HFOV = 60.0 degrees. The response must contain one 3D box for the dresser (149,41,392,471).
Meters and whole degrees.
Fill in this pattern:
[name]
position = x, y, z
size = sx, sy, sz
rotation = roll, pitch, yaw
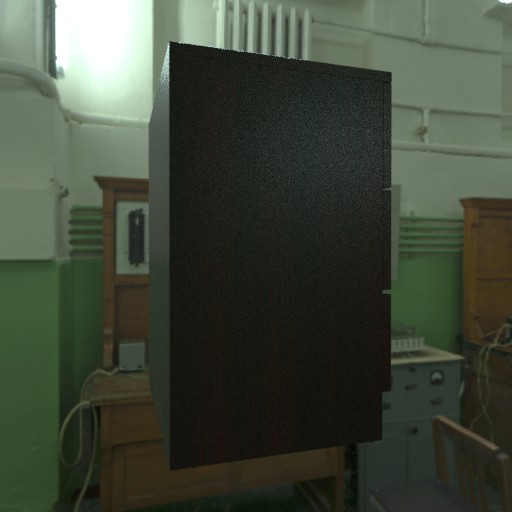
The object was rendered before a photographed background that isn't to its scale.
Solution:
[dresser]
position = 0.000, 0.000, 0.820
size = 0.360, 0.560, 0.400
rotation = 0, 1, -17
